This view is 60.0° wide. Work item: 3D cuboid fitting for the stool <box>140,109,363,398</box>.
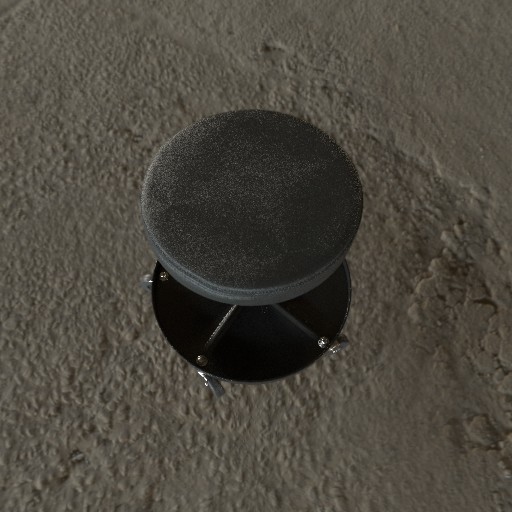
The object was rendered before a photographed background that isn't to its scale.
[{"bbox_3d":[0.000,0.000,0.697,0.381,0.365,0.382,33,67,16],"label":"stool"}]
